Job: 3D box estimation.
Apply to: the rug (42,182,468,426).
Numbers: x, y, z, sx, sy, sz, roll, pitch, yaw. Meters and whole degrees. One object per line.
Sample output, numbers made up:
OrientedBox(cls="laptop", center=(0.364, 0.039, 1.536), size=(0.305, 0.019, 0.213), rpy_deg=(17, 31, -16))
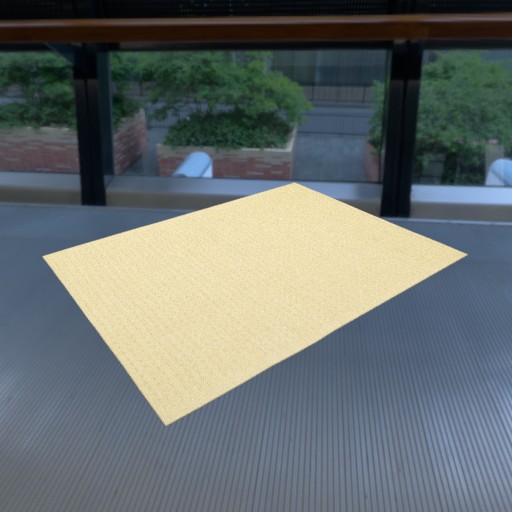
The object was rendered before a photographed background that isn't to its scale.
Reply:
OrientedBox(cls="rug", center=(0.000, 0.000, 4.194), size=(3.204, 0.016, 2.452), rpy_deg=(-21, 36, -32))
